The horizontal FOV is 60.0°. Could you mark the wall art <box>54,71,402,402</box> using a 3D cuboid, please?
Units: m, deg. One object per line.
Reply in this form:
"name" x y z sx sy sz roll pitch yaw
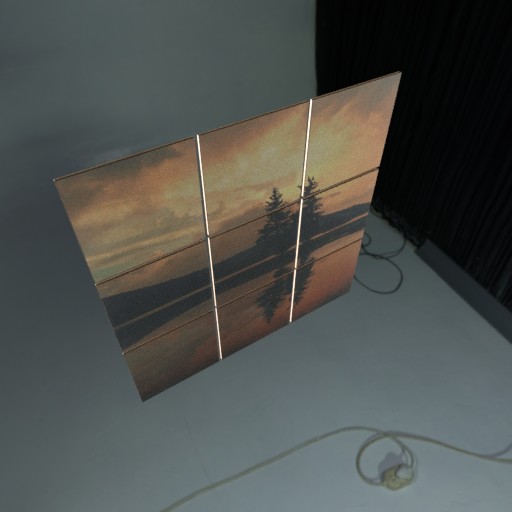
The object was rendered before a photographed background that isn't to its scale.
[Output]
"wall art" 0.000 0.000 1.791 1.216 1.218 0.013 -24 51 -22
